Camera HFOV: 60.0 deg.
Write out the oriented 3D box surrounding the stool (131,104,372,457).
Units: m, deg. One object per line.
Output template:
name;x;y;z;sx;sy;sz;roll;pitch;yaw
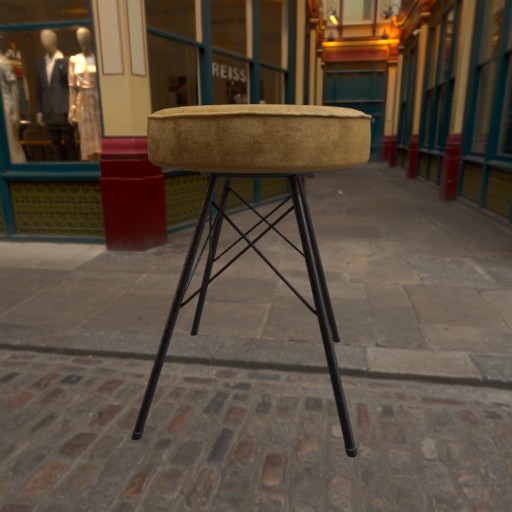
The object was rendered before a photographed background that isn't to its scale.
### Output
stool;0.000;0.000;0.937;0.438;0.595;0.472;2;16;8
